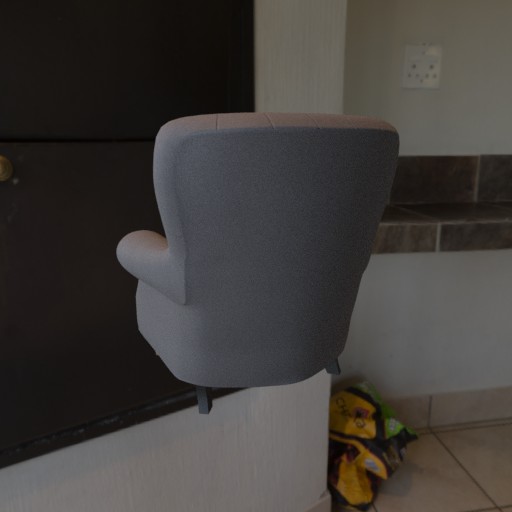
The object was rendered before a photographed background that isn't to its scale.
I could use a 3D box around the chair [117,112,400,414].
[{"bbox_3d":[0.000,0.000,1.792,0.983,1.046,0.983,-7,16,-27],"label":"chair"}]
